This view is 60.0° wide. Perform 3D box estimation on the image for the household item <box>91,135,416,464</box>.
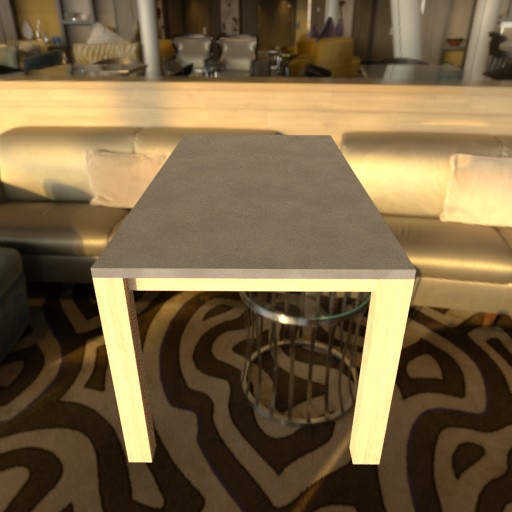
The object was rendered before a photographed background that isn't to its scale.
[{"bbox_3d":[0.000,0.000,2.041,0.850,0.755,1.600,0,27,1],"label":"household item"}]
